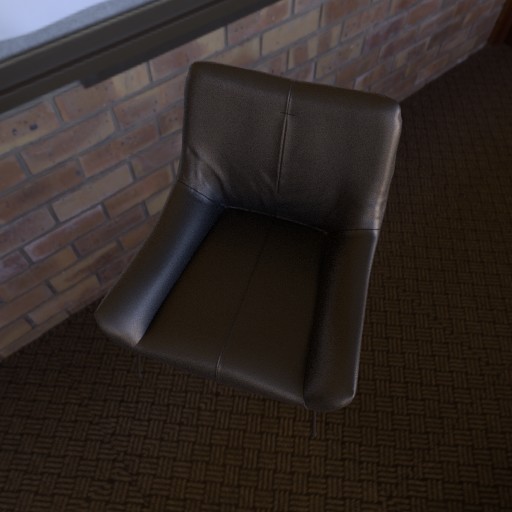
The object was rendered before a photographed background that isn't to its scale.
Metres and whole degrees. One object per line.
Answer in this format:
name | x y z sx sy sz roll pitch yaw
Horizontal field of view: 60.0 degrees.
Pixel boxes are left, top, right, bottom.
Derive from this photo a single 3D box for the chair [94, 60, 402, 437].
chair | 0.000 0.000 1.534 0.836 0.922 0.826 15 58 10
